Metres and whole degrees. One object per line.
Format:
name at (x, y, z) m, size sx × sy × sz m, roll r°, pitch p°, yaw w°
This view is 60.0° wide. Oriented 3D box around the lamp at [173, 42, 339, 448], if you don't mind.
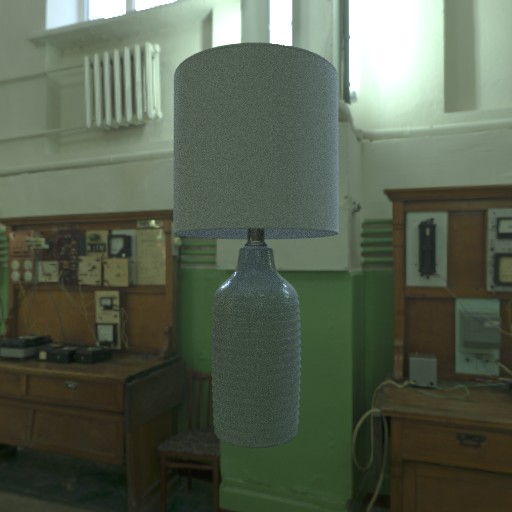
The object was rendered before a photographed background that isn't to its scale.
lamp at (0.000, 0.000, 0.602) m, size 0.220 × 0.475 × 0.220 m, roll 0°, pitch -1°, yaw 19°
